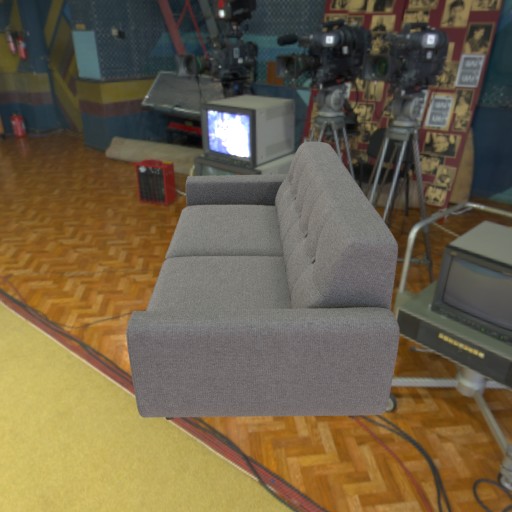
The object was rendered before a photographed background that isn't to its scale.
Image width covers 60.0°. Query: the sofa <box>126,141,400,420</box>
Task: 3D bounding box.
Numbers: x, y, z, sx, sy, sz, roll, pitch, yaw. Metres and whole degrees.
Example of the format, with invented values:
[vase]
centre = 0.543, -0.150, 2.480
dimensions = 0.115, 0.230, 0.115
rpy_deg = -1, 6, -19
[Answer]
[sofa]
centre = 0.000, 0.000, 2.189
dimensions = 0.909, 0.841, 1.631
rpy_deg = 0, 27, -1
